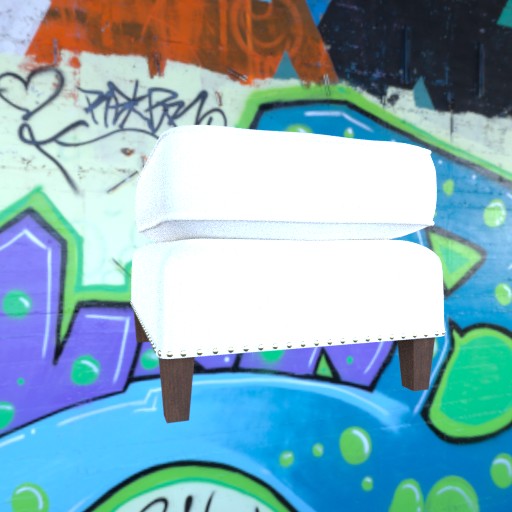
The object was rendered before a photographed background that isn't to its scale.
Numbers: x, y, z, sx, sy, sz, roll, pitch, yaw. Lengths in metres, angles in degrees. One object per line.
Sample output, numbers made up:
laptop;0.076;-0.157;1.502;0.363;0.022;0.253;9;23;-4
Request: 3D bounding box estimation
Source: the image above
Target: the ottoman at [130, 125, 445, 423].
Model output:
ottoman;0.000;0.000;1.143;0.589;0.537;0.738;0;1;-19
